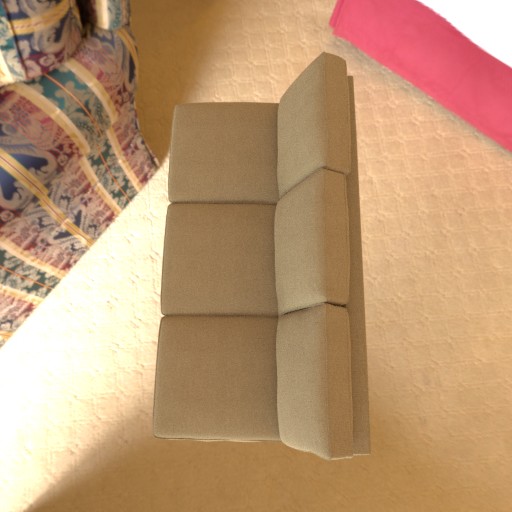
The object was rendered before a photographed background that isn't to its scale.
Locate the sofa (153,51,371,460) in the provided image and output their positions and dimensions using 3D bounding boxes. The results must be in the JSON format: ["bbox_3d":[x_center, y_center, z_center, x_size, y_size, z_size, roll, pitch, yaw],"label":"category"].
[{"bbox_3d":[0.000,0.000,2.653,1.127,1.036,2.092,1,76,0],"label":"sofa"}]
